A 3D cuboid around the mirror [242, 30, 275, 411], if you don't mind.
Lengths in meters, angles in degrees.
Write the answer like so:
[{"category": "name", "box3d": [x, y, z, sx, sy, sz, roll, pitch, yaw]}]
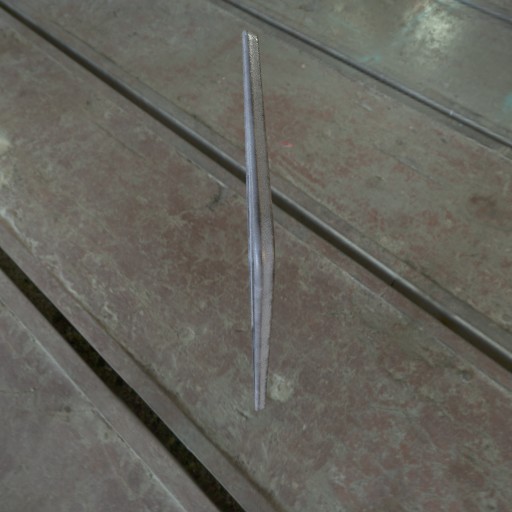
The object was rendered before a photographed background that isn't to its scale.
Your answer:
[{"category": "mirror", "box3d": [0.000, 0.000, 0.882, 0.024, 0.713, 0.461, -2, 58, -1]}]
